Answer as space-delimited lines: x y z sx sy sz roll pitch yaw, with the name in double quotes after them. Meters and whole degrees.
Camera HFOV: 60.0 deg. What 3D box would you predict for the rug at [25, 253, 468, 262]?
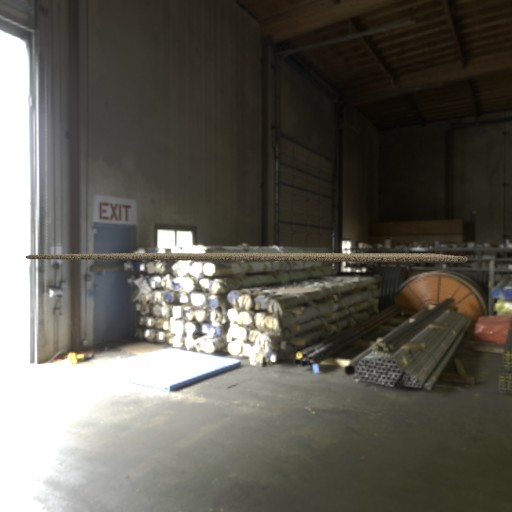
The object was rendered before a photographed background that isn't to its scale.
0.000 0.000 3.444 2.743 0.030 1.778 0 1 17 "rug"
